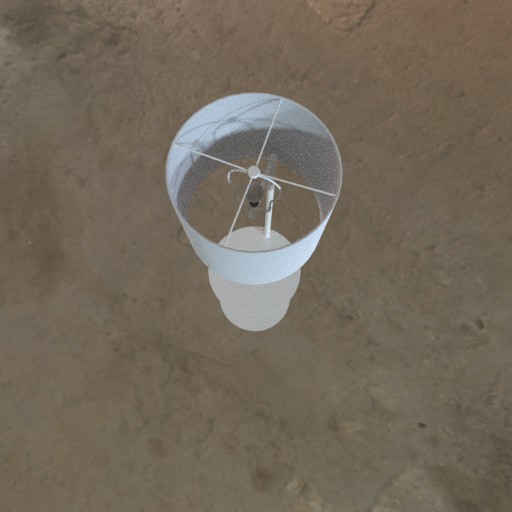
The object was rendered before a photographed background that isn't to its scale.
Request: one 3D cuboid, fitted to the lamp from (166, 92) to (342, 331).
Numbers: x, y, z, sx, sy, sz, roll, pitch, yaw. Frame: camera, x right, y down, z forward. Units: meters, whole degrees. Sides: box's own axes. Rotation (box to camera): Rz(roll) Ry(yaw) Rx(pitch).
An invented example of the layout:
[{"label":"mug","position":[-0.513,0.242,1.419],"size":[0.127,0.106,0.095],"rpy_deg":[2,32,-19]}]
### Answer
[{"label":"lamp","position":[0.000,0.000,1.641],"size":[0.372,1.465,0.405],"rpy_deg":[19,75,5]}]
